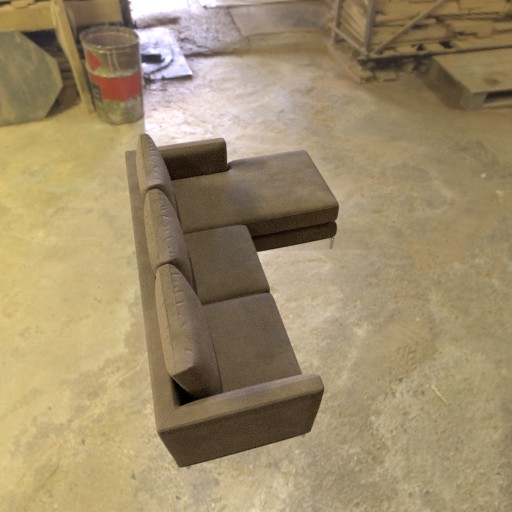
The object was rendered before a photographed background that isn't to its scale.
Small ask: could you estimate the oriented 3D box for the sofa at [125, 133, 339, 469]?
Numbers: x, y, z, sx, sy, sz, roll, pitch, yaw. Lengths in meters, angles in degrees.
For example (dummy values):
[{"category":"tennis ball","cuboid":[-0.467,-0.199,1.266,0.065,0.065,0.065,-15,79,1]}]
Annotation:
[{"category":"sofa","cuboid":[0.000,0.000,3.209,1.622,0.987,2.438,-11,48,-10]}]
